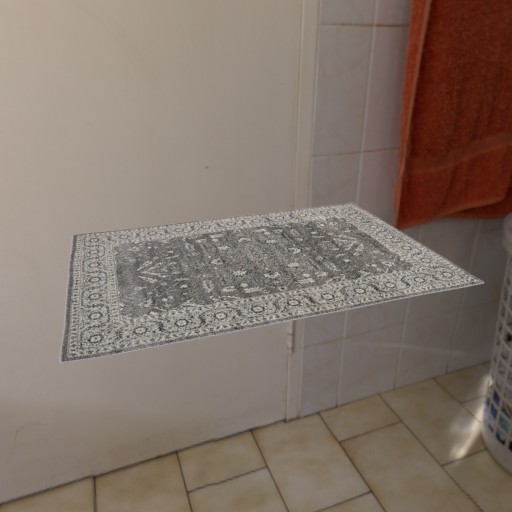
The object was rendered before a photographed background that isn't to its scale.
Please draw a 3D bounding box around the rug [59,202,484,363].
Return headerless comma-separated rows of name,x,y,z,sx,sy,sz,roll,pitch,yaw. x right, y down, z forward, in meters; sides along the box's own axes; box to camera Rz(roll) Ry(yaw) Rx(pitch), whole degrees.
rug,0.000,0.000,2.292,1.828,0.019,1.209,-8,27,-17
